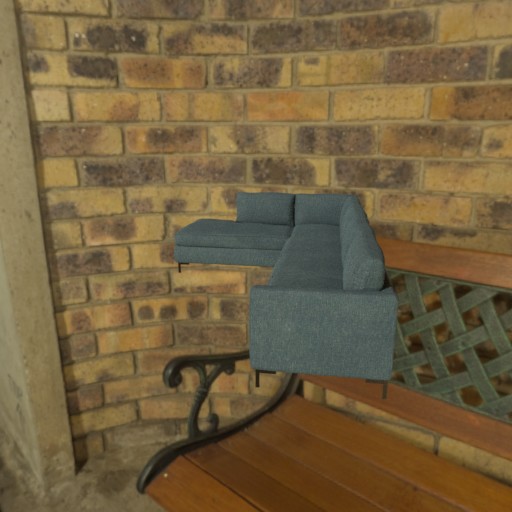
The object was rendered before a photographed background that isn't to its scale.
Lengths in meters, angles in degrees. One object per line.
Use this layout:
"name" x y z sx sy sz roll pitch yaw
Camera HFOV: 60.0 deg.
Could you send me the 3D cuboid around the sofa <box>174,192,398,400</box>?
"sofa" 0.000 0.000 3.895 2.007 0.815 2.949 2 15 9
